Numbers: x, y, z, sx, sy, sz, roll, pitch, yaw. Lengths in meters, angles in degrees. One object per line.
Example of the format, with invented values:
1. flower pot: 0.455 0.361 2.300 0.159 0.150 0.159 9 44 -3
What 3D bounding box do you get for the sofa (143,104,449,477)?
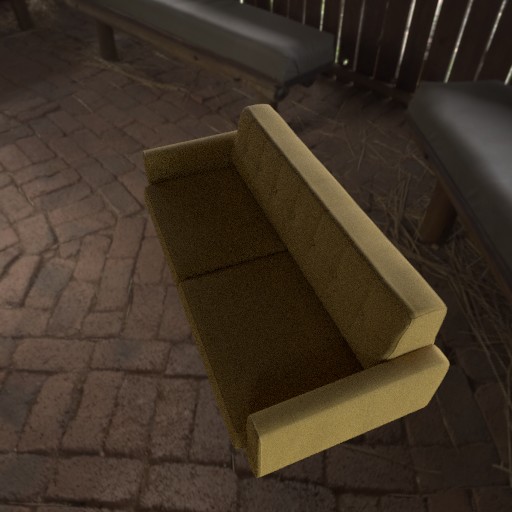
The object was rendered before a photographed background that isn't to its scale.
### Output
1. sofa: 0.000 0.000 2.445 0.909 0.841 2.029 -16 48 -15
